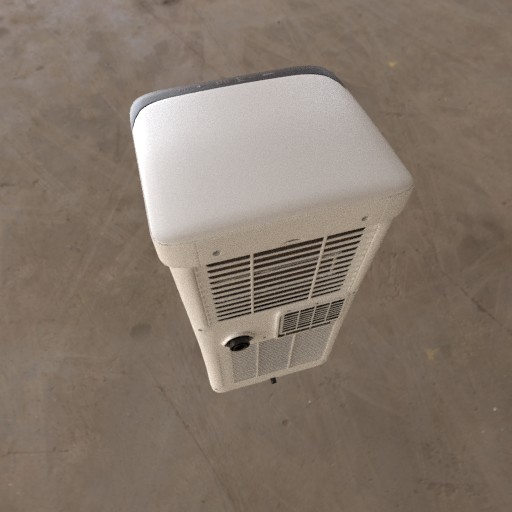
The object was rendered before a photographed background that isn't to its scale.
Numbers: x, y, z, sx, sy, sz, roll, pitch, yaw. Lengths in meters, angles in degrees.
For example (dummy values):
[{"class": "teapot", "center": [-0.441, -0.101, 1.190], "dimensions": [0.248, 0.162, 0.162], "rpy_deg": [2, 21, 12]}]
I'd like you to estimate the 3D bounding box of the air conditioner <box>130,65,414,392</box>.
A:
[{"class": "air conditioner", "center": [0.000, 0.000, 0.933], "dimensions": [0.352, 0.716, 0.369], "rpy_deg": [-13, 58, -8]}]
